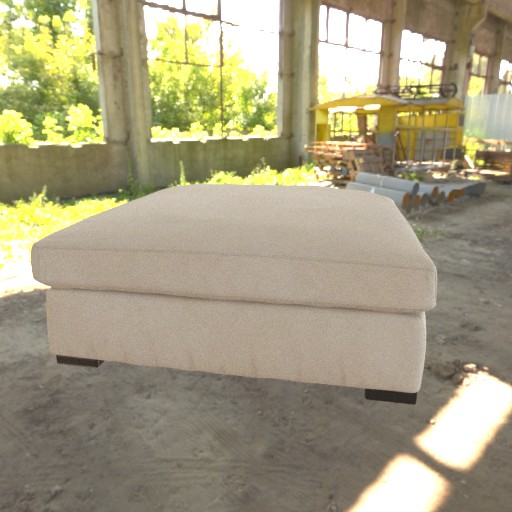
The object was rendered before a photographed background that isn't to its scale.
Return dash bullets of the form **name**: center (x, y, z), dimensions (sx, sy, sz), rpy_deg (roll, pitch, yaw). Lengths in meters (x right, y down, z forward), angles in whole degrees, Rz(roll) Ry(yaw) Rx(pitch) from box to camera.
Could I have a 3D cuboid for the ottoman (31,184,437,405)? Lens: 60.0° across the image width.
- **ottoman**: center (0.000, 0.000, 1.823), dimensions (1.205, 0.522, 1.190), rpy_deg (3, 16, 11)
